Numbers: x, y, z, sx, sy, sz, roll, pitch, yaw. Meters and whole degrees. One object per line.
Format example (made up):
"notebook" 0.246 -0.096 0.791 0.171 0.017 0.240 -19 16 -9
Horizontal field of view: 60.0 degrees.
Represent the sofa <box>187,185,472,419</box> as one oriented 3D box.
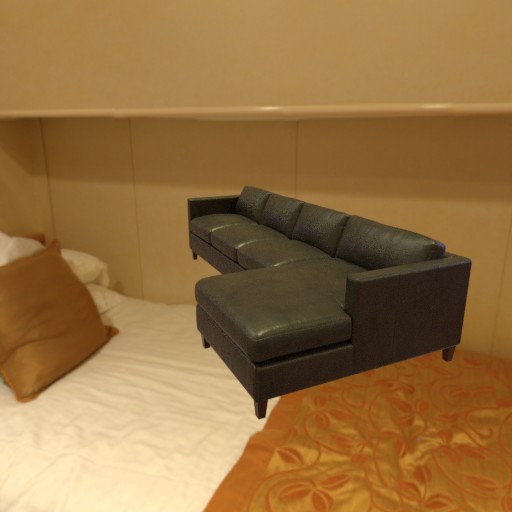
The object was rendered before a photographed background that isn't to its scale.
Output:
"sofa" 0.000 0.000 3.993 1.581 0.883 3.203 -8 18 -24
